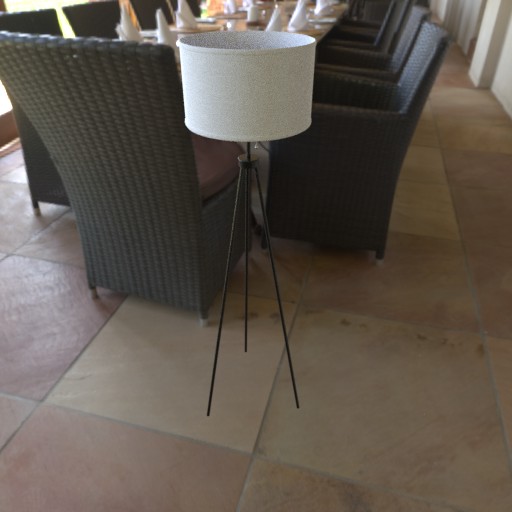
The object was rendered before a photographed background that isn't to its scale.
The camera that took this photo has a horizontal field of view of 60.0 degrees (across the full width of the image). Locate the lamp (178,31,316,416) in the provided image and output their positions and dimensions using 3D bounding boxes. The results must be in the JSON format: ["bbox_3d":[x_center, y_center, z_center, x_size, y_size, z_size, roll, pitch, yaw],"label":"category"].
[{"bbox_3d":[0.000,0.000,1.743,0.458,1.545,0.448,10,35,15],"label":"lamp"}]
